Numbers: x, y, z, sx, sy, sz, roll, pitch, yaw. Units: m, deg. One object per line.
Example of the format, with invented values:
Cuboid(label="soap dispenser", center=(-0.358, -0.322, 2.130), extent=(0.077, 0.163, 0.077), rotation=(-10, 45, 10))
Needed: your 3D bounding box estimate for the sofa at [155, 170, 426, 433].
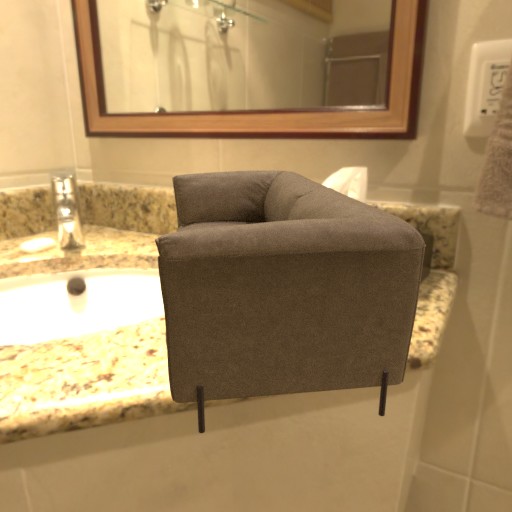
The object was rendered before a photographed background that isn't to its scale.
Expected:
Cuboid(label="sofa", center=(0.000, 0.000, 2.383), extent=(0.905, 0.747, 1.878), rotation=(-2, 17, -8))
